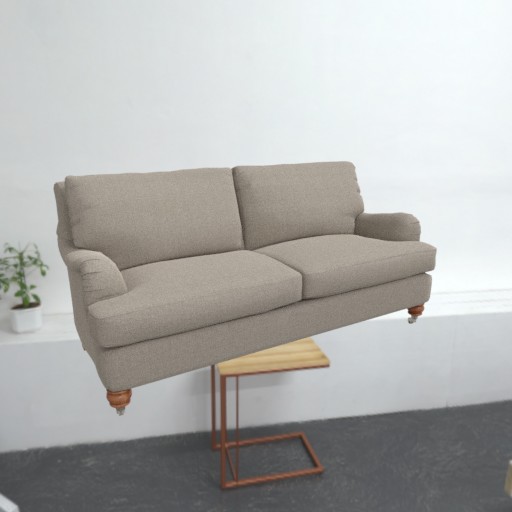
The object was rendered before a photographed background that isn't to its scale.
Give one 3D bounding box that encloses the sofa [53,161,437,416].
[{"bbox_3d":[0.000,0.000,2.744,2.160,1.054,1.087,-9,19,-29],"label":"sofa"}]
